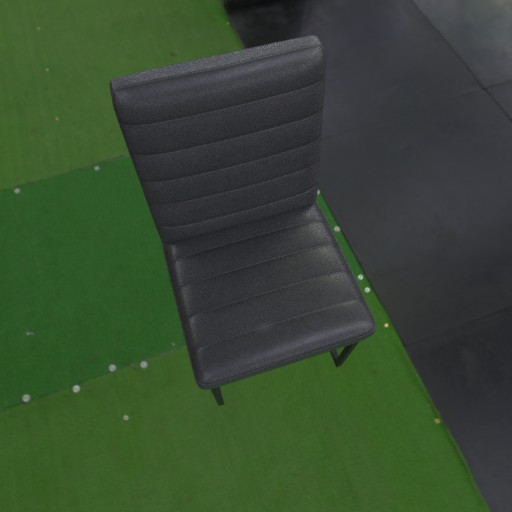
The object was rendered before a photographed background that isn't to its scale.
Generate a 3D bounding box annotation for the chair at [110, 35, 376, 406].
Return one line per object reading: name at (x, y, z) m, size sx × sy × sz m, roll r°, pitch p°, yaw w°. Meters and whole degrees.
chair at (0.000, 0.000, 1.299) m, size 0.520 × 0.930 × 0.634 m, roll -16°, pitch 64°, yaw -8°
